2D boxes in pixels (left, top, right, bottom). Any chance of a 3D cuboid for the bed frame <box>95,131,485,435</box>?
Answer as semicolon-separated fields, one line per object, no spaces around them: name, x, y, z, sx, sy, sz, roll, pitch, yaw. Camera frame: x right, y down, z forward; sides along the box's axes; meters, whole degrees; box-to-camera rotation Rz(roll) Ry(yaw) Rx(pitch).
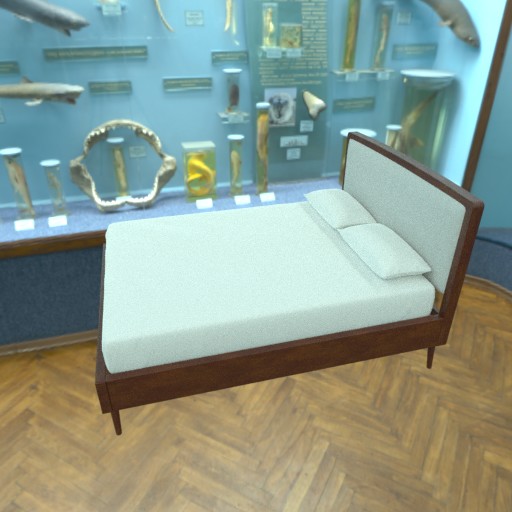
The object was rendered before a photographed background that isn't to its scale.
bed frame;0.000;0.000;3.141;2.171;1.279;1.587;-8;31;-13
